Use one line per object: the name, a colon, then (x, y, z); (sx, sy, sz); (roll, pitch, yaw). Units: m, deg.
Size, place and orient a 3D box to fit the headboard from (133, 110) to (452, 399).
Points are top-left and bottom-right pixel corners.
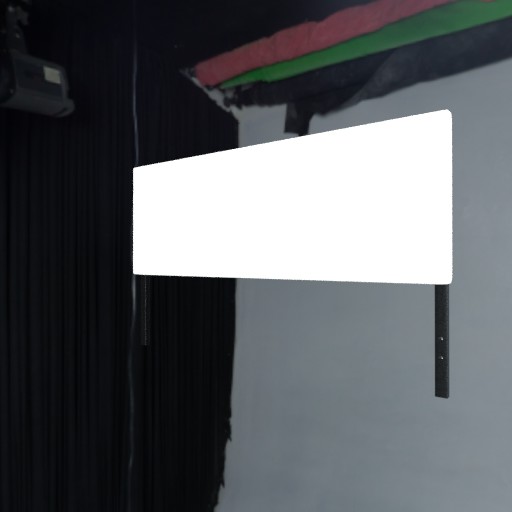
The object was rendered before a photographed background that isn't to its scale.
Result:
headboard: (0.000, 0.000, 2.849); (2.362, 1.410, 0.120); (0, 0, 36)
